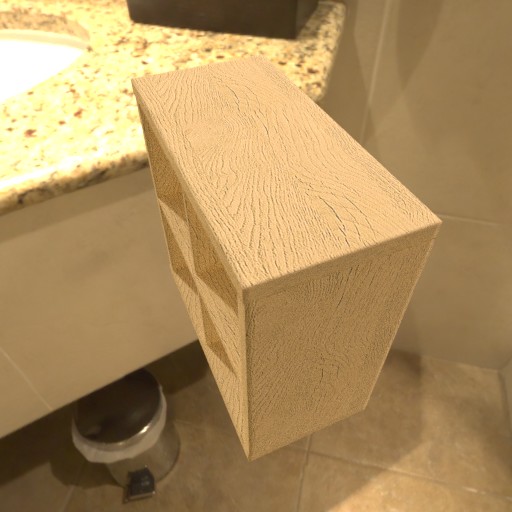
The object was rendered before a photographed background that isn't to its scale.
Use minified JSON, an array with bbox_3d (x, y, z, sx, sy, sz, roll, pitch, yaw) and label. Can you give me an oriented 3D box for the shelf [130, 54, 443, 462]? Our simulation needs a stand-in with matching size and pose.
[{"bbox_3d":[0.000,0.000,1.282,0.390,0.786,0.790,-18,49,-16],"label":"shelf"}]
